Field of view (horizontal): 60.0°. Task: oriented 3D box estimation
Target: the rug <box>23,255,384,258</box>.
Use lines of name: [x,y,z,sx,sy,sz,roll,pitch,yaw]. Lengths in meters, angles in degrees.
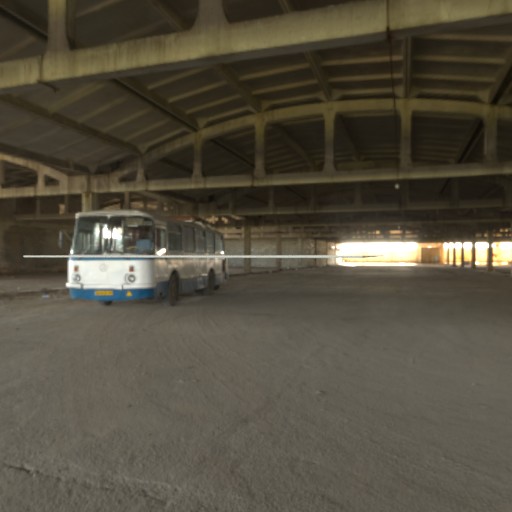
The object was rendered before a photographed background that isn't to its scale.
rug: [0.000,0.000,2.311,1.226,0.007,1.815,0,0,18]
